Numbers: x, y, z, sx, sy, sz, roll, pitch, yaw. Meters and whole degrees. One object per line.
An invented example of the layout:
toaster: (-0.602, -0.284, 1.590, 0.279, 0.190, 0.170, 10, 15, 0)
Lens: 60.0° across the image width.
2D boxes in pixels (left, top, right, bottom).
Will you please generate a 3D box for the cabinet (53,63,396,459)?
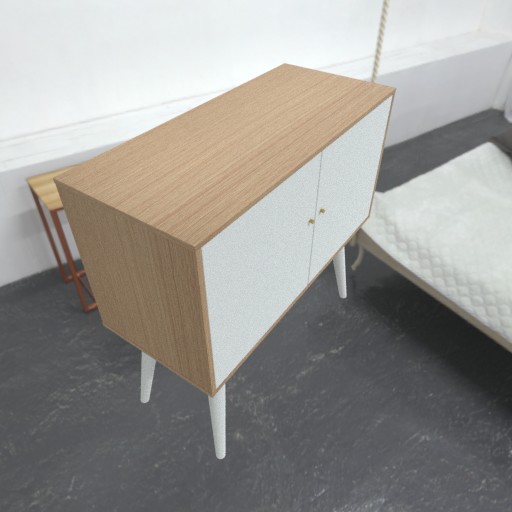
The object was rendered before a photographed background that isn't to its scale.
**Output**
cabinet: (0.000, 0.000, 1.638, 0.470, 1.016, 1.057, 25, 47, 26)
